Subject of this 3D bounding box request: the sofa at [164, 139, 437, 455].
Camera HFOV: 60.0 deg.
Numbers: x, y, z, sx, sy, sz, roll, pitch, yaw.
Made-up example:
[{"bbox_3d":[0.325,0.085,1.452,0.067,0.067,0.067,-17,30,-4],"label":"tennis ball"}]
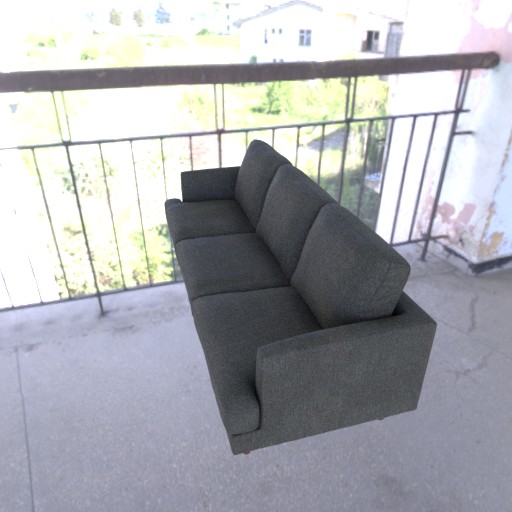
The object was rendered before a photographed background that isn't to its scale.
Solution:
[{"bbox_3d":[0.000,0.000,2.708,0.903,0.930,2.246,-8,30,-14],"label":"sofa"}]
